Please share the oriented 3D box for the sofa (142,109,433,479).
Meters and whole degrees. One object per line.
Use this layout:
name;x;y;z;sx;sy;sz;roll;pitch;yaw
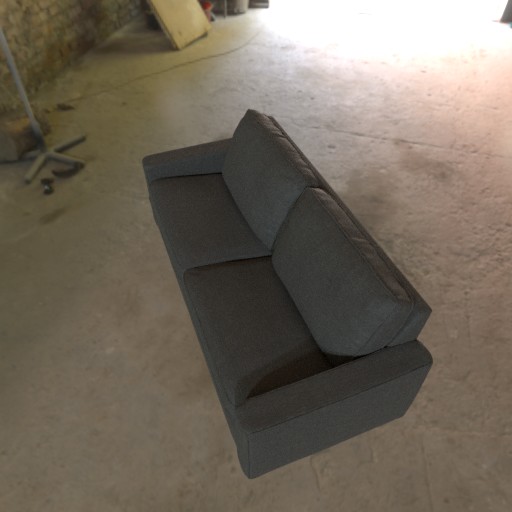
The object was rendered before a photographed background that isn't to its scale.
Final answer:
sofa;0.000;0.000;2.597;0.940;0.919;2.080;-16;48;-15
